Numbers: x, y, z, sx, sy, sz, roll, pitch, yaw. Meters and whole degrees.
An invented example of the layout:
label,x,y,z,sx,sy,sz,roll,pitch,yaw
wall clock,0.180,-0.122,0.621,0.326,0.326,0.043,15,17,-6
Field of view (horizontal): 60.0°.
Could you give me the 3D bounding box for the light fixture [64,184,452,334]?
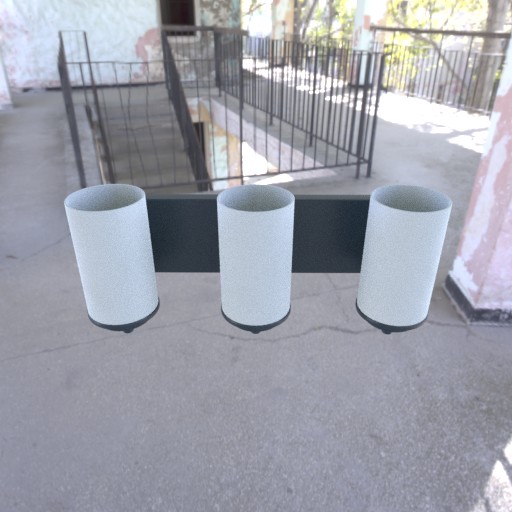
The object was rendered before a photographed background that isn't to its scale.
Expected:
label,x,y,z,sx,sy,sz,roll,pitch,yaw
light fixture,0.000,0.000,0.523,0.451,0.172,0.145,0,29,0
